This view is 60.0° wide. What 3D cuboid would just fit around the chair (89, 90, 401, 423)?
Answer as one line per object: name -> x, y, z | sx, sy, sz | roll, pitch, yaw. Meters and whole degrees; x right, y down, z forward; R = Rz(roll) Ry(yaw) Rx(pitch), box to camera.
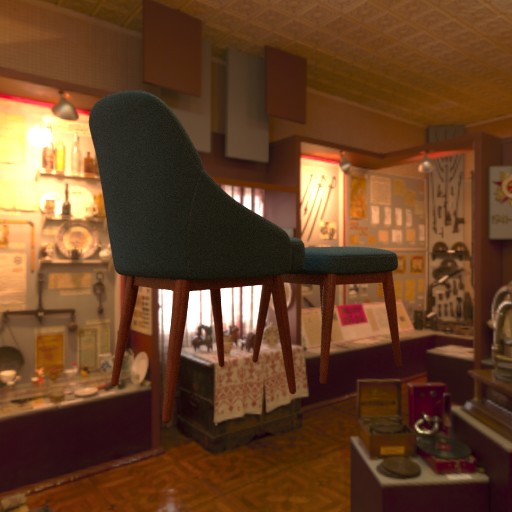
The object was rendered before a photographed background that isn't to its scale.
chair -> 0.000, 0.000, 1.567 | 1.114, 0.866, 0.584 | 0, 0, -36
